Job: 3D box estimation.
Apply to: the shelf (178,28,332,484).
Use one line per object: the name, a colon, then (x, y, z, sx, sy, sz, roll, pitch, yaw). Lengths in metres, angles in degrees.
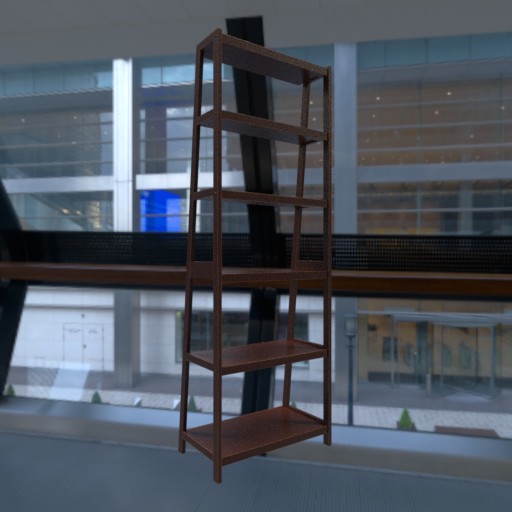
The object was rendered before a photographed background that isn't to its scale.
shelf: (0.000, 0.000, 2.182, 0.660, 1.892, 0.381, 0, 0, -35)
